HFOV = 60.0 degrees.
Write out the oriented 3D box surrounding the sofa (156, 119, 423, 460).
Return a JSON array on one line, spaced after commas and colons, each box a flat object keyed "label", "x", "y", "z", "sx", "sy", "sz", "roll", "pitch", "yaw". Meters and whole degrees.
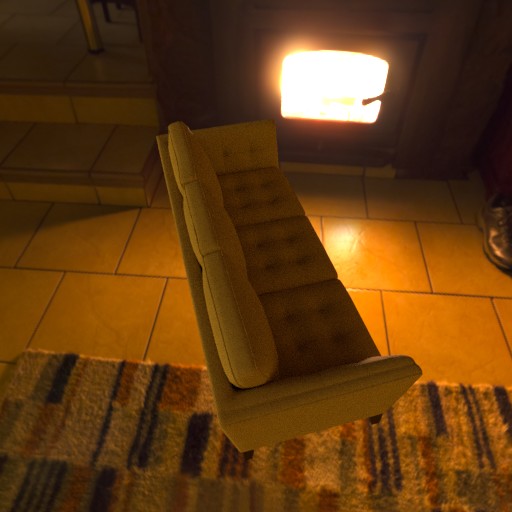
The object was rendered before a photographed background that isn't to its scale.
[{"label": "sofa", "x": 0.000, "y": 0.000, "z": 2.952, "sx": 0.965, "sy": 0.940, "sz": 2.388, "roll": -11, "pitch": 47, "yaw": -10}]
